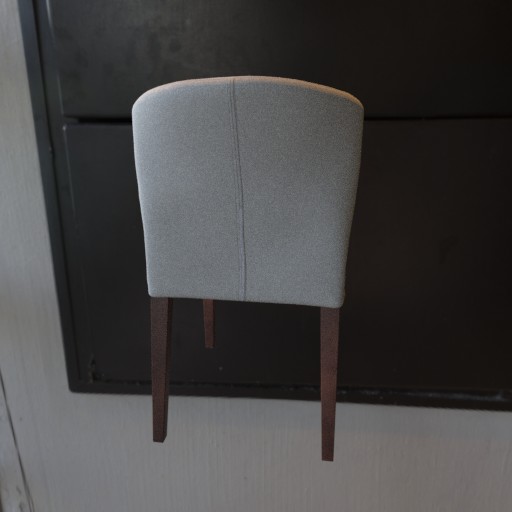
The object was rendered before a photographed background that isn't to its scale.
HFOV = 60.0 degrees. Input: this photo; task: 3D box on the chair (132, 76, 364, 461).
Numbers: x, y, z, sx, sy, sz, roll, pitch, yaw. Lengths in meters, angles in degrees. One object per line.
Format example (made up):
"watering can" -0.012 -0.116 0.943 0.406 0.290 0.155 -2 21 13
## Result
"chair" 0.000 0.000 1.181 0.491 0.839 0.592 3 17 8
